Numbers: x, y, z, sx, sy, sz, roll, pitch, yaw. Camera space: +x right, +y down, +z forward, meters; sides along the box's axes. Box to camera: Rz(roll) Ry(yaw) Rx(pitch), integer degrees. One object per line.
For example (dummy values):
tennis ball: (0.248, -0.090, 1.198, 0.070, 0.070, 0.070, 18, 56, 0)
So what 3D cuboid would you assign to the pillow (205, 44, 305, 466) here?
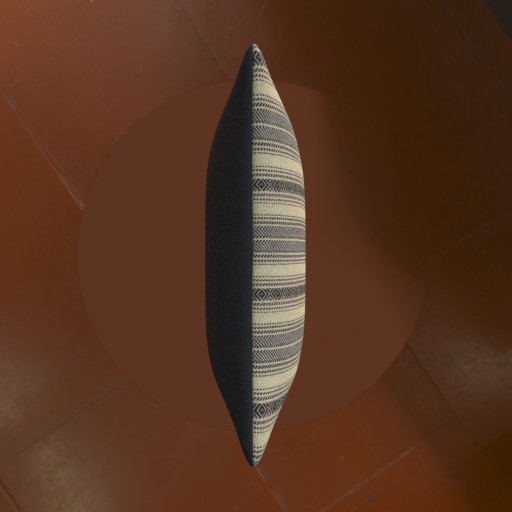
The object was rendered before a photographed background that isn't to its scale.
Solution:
pillow: (0.000, 0.000, 0.792, 0.166, 0.508, 0.520, 0, 90, 0)
